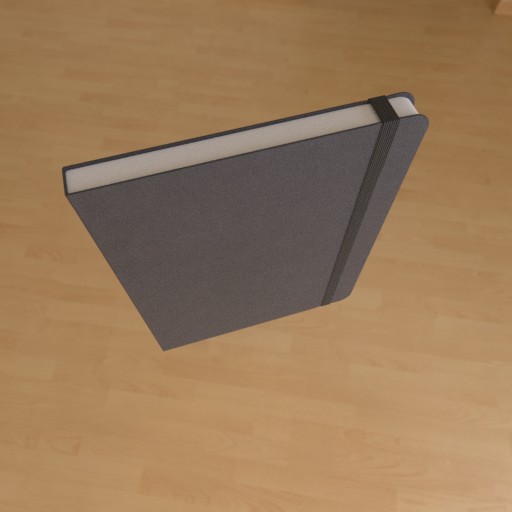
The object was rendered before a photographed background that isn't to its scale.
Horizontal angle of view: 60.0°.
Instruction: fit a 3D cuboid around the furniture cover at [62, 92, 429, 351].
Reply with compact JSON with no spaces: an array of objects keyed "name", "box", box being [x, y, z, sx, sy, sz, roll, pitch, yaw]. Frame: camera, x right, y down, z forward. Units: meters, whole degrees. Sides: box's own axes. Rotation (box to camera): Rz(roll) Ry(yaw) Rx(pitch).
[{"name":"furniture cover","box":[0.000,0.000,0.375,0.216,0.281,0.023,-15,62,-8]}]
